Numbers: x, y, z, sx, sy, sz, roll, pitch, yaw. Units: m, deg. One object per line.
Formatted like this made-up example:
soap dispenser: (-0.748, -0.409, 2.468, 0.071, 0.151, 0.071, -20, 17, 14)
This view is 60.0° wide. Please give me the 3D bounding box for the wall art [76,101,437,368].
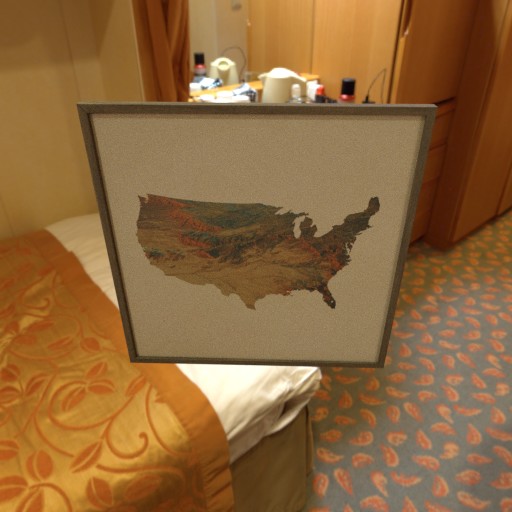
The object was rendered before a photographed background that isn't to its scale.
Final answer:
wall art: (0.000, 0.000, 0.761, 0.508, 0.507, 0.016, 1, 32, 2)
